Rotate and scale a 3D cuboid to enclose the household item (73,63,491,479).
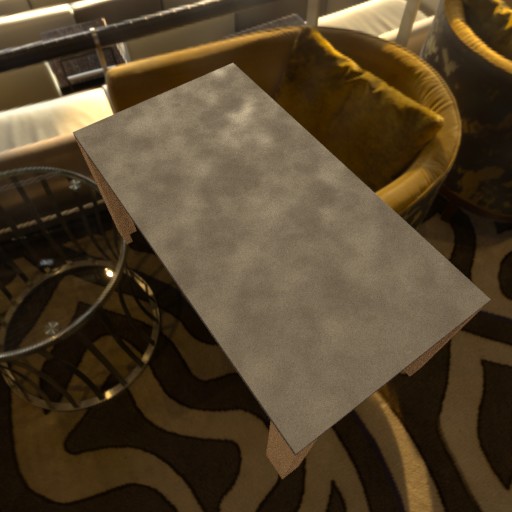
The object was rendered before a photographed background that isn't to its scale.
[{"bbox_3d":[0.000,0.000,2.061,0.850,0.755,1.600,-31,63,-18],"label":"household item"}]
